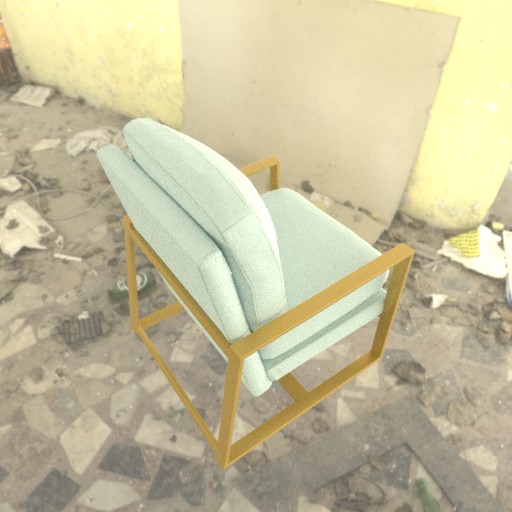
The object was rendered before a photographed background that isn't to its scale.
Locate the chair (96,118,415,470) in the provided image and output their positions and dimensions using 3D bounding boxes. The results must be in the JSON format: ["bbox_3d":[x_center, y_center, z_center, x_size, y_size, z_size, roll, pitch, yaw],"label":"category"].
[{"bbox_3d":[0.000,0.000,1.571,0.813,0.956,0.758,-25,48,-26],"label":"chair"}]
